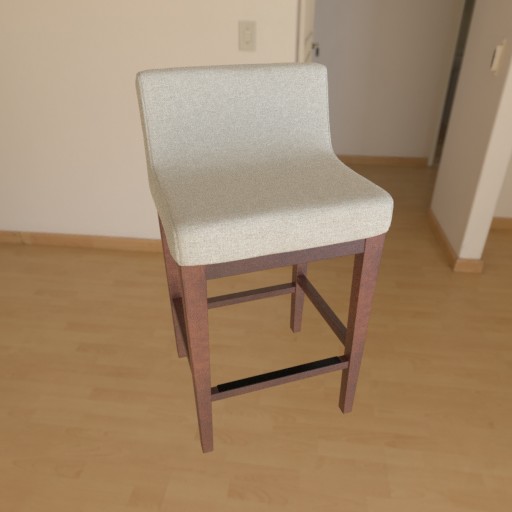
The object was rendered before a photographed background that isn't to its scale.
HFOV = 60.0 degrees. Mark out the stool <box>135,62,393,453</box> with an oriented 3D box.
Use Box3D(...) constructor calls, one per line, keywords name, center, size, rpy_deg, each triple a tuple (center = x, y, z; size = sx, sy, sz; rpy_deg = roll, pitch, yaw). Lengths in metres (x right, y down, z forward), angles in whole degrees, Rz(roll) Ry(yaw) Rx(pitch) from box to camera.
Box3D(name="stool", center=(0.000, 0.000, 1.230), size=(0.511, 0.937, 0.500), rpy_deg=(-9, 32, -16))
